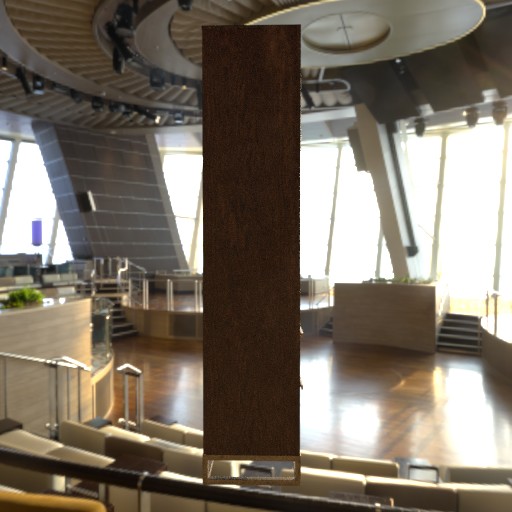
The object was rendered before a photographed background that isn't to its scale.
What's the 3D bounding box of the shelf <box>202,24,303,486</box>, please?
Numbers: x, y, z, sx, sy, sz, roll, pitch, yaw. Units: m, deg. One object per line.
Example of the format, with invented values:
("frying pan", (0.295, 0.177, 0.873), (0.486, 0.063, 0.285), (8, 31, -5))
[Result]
("shelf", (0.000, 0.000, 1.934), (0.395, 1.732, 0.539), (0, 1, 1))
